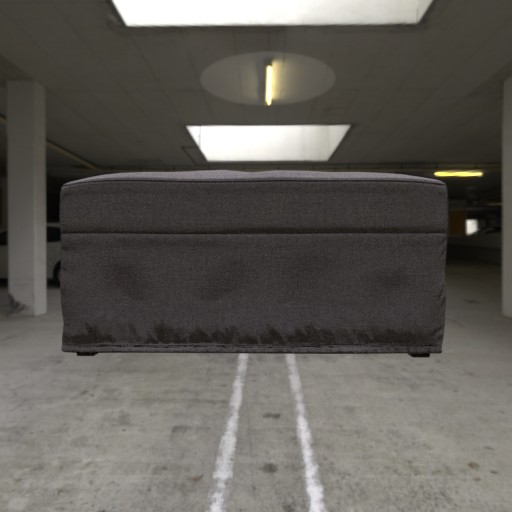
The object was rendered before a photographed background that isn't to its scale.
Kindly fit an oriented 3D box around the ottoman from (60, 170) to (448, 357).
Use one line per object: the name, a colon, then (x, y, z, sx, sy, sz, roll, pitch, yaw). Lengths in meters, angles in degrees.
ottoman: (0.000, 0.000, 1.337, 0.843, 0.436, 0.840, 0, 0, 1)
